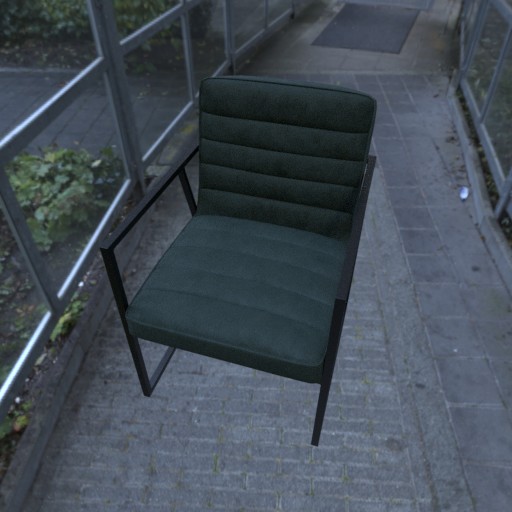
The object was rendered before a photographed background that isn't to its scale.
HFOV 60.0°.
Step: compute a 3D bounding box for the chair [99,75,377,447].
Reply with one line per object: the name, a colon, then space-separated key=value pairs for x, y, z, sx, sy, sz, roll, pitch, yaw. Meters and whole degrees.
chair: x=0.000 y=0.000 z=1.313 sx=0.571 sy=0.833 sz=0.677 roll=12 pitch=42 yaw=13
